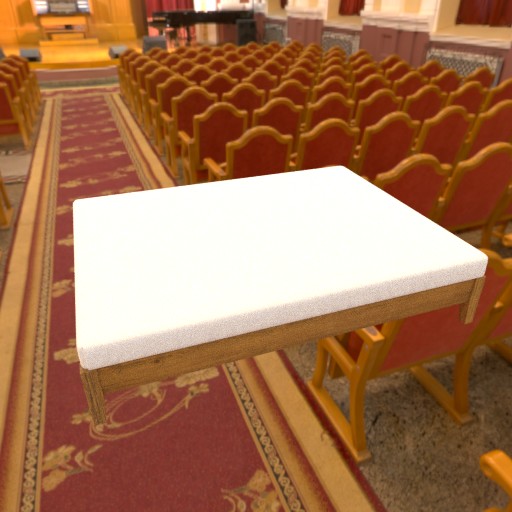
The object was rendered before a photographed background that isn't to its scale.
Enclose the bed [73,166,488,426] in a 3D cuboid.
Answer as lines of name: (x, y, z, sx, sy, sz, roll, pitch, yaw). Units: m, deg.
bed: (0.000, 0.000, 2.685, 2.016, 0.431, 1.536, -10, 32, -17)
